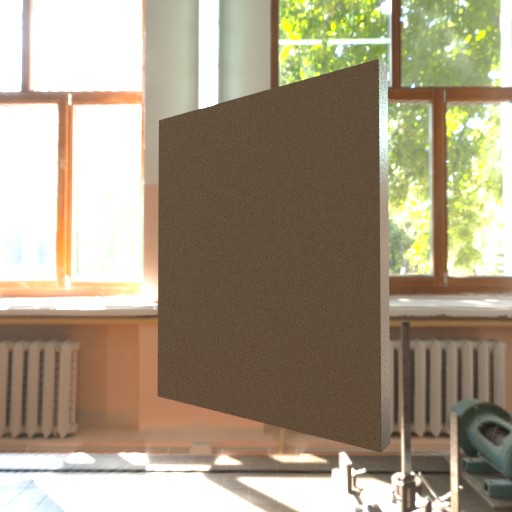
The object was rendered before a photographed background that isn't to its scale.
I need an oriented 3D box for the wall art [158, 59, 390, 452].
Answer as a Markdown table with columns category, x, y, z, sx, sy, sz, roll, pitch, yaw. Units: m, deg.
| category | x | y | z | sx | sy | sz | roll | pitch | yaw |
| --- | --- | --- | --- | --- | --- | --- | --- | --- | --- |
| wall art | 0.000 | 0.000 | 0.765 | 0.452 | 0.549 | 0.038 | -1 | -2 | 36 |
